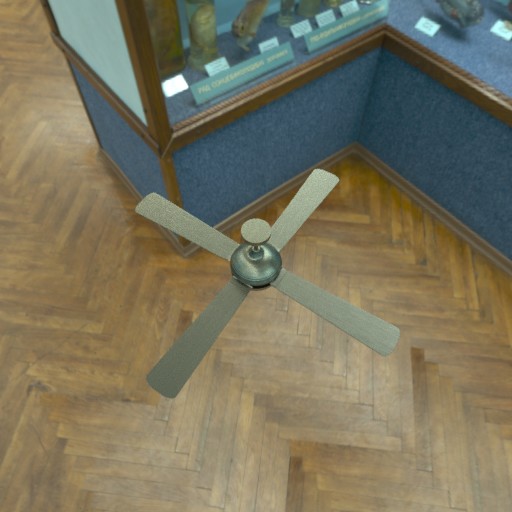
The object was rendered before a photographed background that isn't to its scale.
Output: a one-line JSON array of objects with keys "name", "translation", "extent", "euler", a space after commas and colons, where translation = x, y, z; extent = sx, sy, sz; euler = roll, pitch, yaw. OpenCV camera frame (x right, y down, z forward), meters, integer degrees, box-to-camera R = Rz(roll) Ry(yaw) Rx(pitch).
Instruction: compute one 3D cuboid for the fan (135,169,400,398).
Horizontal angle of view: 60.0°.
[{"name": "fan", "translation": [0.000, 0.000, 1.963], "extent": [1.321, 0.381, 1.321], "euler": [-31, 62, -18]}]
